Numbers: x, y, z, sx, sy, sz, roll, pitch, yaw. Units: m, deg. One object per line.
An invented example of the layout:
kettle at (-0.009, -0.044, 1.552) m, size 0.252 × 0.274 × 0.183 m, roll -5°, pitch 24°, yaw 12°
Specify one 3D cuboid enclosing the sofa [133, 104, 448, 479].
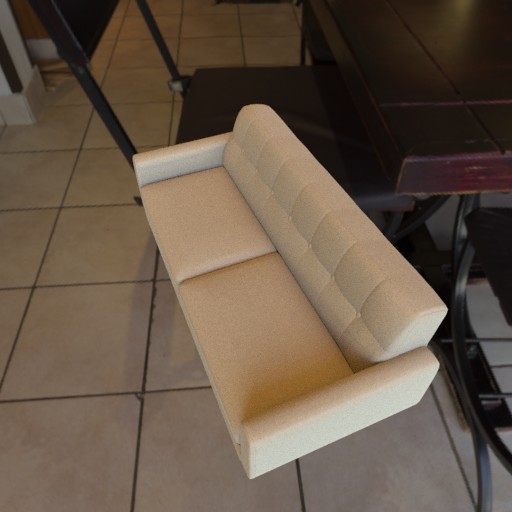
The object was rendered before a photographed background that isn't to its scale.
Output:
sofa at (0.000, 0.000, 2.620) m, size 0.980 × 0.892 × 2.137 m, roll -17°, pitch 49°, yaw -15°
